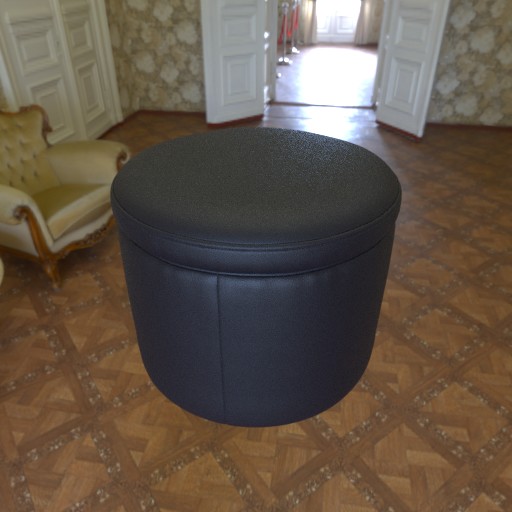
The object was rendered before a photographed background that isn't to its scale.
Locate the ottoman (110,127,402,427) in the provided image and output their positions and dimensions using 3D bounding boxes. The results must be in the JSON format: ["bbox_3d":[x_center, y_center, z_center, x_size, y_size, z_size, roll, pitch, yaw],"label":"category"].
[{"bbox_3d":[0.000,0.000,0.874,0.501,0.409,0.501,0,32,0],"label":"ottoman"}]
